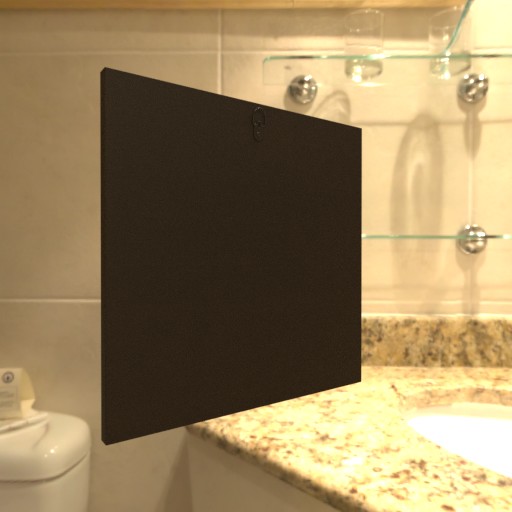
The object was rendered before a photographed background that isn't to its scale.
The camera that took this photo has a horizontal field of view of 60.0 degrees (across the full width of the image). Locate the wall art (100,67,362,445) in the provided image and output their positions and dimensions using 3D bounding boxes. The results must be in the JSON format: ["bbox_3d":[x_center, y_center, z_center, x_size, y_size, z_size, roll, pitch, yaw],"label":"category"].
[{"bbox_3d":[0.000,0.000,1.186,0.805,0.807,0.043,0,1,-35],"label":"wall art"}]
